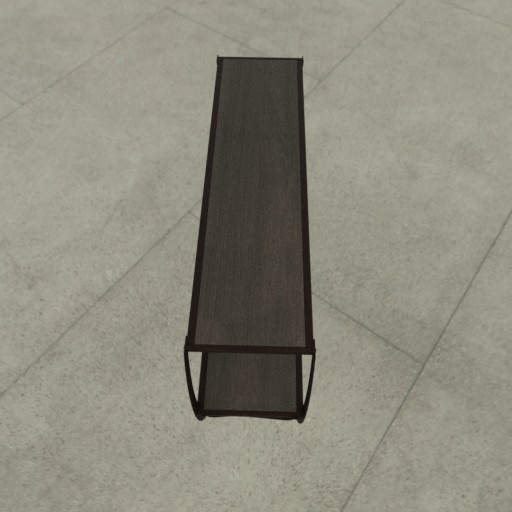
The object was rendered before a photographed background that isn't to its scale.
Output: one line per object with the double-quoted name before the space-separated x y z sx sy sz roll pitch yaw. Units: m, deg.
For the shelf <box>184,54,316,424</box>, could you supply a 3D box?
"shelf" 0.000 0.000 1.902 0.344 1.063 1.403 1 60 1
